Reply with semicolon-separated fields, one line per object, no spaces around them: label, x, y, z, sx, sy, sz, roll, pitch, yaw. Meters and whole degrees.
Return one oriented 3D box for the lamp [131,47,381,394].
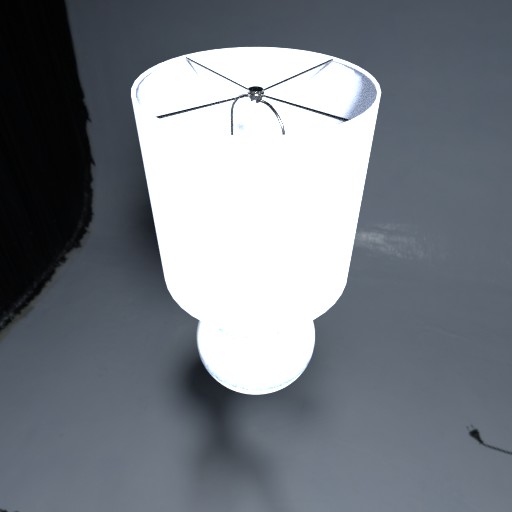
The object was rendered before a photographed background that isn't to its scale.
lamp;0.000;0.000;0.524;0.216;0.404;0.216;11;42;13
